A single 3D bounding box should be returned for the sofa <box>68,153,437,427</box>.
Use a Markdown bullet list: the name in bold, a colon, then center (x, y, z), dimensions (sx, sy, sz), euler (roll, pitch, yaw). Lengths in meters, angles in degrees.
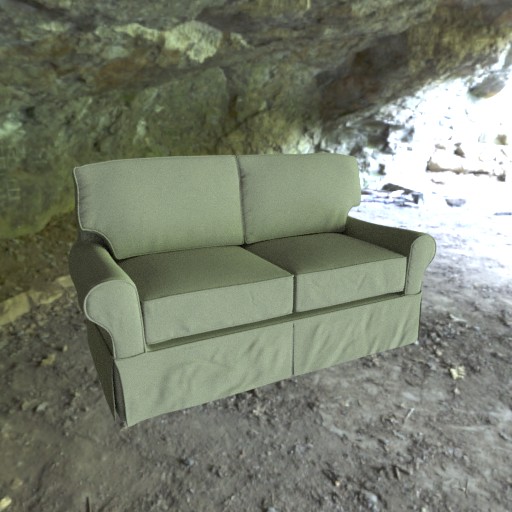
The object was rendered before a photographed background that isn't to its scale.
- **sofa**: center (0.000, 0.000, 2.343), dimensions (1.823, 1.024, 0.841), euler (-8, 17, -26)
